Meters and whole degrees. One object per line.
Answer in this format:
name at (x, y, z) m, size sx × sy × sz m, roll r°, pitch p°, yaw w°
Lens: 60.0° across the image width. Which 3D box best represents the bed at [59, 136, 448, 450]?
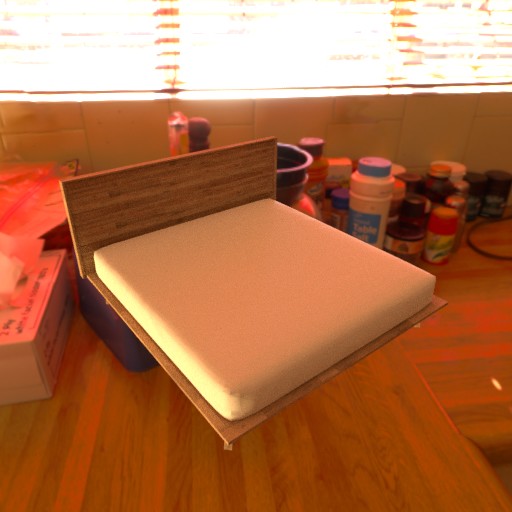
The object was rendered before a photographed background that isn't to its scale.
bed at (0.000, 0.000, 3.457) m, size 2.116 × 1.100 × 2.167 m, roll -21°, pitch 36°, yaw -32°
